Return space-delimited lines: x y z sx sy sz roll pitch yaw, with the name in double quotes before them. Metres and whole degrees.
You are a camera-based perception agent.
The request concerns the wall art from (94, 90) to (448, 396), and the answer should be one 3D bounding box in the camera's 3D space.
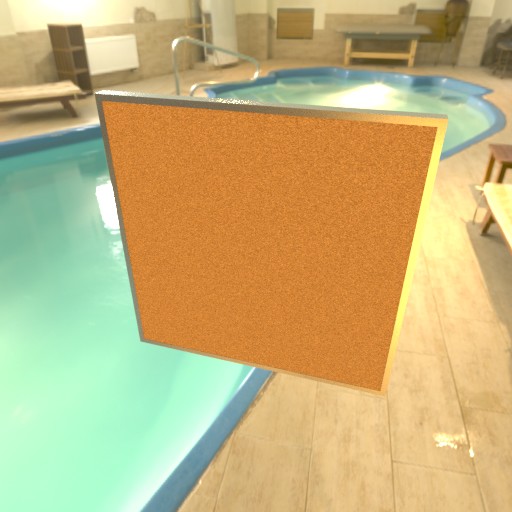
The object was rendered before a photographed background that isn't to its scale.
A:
"wall art" 0.000 0.000 1.205 0.806 0.806 0.038 9 33 14
